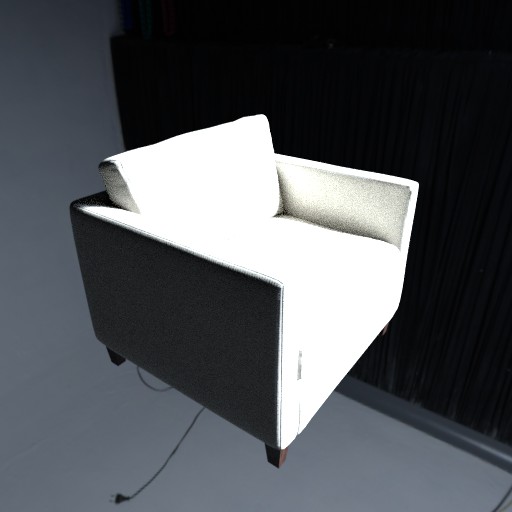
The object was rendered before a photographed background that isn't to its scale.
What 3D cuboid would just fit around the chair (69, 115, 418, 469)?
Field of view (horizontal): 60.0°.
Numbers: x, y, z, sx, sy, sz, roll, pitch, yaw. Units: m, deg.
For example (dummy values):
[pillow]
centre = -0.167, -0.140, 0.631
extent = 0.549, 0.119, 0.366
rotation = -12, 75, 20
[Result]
[chair]
centre = 0.000, 0.000, 1.760
extent = 0.959, 0.919, 0.996
rotation = 19, 33, 32
